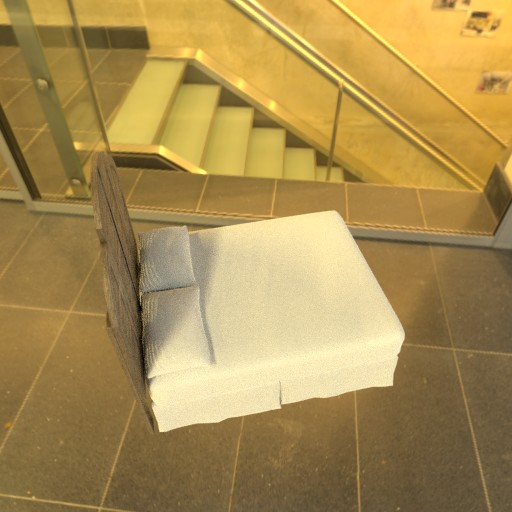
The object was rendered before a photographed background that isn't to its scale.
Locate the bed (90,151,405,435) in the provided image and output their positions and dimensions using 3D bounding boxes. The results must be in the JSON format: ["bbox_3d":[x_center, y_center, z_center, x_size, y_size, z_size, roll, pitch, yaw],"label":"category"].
[{"bbox_3d":[0.000,0.000,3.556,2.138,2.019,1.713,-9,47,-9],"label":"bed"}]
